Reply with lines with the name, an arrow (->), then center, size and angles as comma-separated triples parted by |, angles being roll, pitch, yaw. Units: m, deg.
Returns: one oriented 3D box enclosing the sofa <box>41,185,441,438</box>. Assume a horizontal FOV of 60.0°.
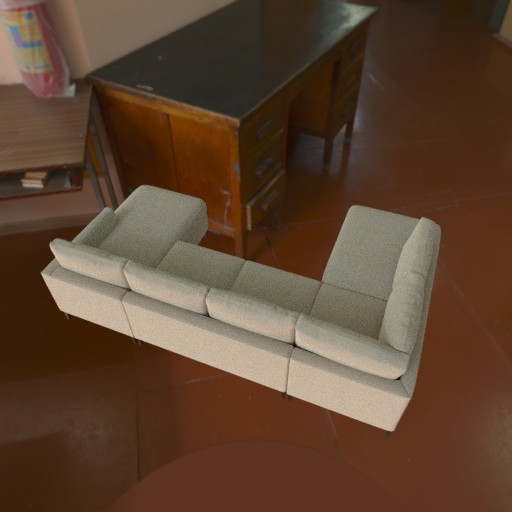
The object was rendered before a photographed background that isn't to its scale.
sofa -> 0.000, 0.000, 3.930 | 2.984, 0.862, 1.989 | 16, 48, 15
